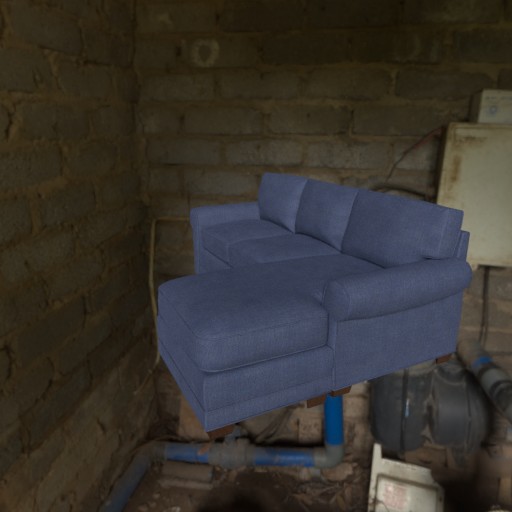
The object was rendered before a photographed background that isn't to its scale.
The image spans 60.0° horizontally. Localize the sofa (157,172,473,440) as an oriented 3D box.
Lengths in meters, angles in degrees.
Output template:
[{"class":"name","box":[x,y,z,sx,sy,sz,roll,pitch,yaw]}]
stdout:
[{"class":"sofa","box":[0.000,0.000,3.429,1.780,1.063,2.567,-8,18,-25]}]
